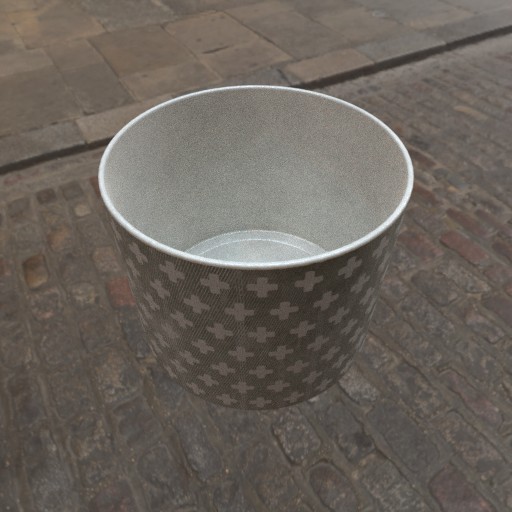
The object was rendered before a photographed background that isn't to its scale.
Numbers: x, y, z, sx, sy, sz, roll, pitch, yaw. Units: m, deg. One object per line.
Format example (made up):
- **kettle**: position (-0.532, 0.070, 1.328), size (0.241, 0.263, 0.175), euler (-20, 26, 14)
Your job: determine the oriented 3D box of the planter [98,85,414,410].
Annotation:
- **planter**: position (0.000, 0.000, 0.446), size (0.250, 0.239, 0.250), euler (0, 46, 0)
